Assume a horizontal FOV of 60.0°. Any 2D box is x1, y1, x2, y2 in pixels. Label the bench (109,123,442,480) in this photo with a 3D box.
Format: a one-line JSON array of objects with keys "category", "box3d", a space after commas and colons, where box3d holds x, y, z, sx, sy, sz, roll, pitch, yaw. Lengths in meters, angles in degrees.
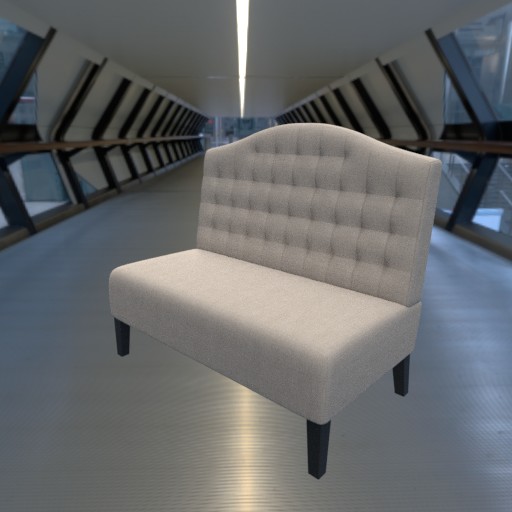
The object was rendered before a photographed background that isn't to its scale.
[{"category": "bench", "box3d": [0.000, 0.000, 2.048, 1.335, 1.180, 0.815, 14, 22, 41]}]
